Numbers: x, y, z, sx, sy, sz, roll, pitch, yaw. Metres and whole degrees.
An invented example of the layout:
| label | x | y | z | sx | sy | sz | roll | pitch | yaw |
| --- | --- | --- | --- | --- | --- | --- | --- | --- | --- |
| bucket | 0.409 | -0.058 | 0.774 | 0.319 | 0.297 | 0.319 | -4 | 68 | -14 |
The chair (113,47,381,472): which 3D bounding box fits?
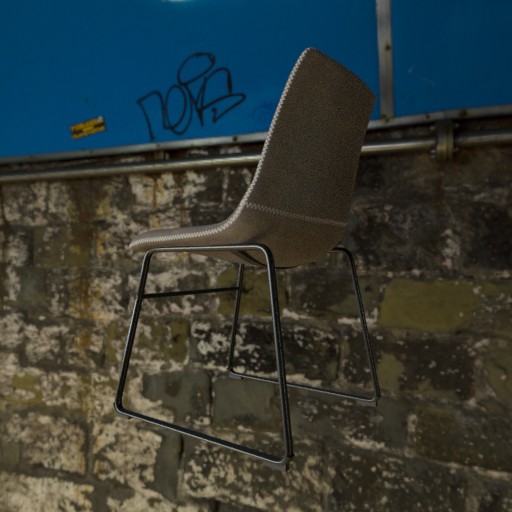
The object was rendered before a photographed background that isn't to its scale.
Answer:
| label | x | y | z | sx | sy | sz | roll | pitch | yaw |
| --- | --- | --- | --- | --- | --- | --- | --- | --- | --- |
| chair | 0.000 | 0.000 | 1.110 | 0.550 | 0.780 | 0.460 | 0 | -1 | 36 |
